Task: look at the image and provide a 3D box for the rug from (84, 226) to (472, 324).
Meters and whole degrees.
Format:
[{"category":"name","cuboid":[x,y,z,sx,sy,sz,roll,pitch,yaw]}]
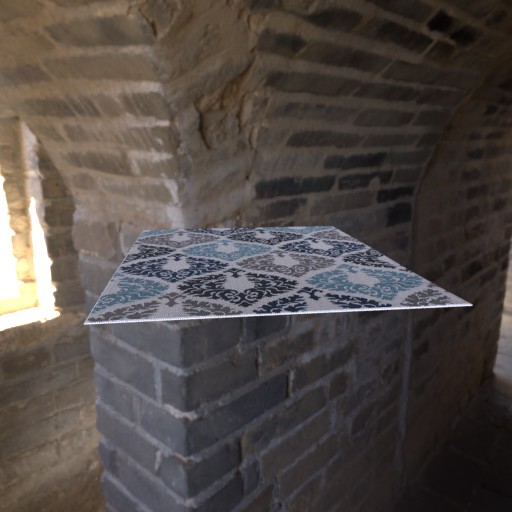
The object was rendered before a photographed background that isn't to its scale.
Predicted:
[{"category":"rug","cuboid":[0.000,0.000,4.166,2.423,0.014,3.040,-2,14,-7]}]
